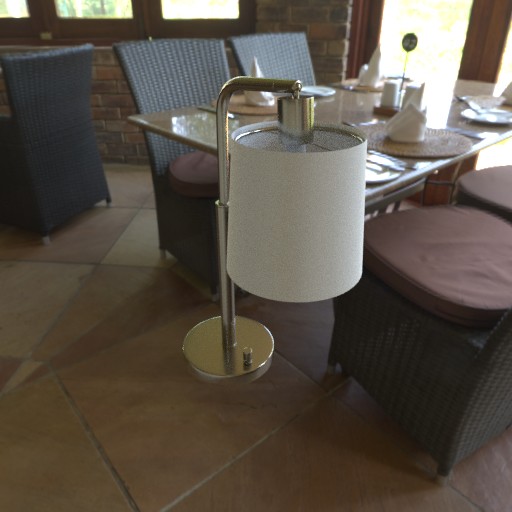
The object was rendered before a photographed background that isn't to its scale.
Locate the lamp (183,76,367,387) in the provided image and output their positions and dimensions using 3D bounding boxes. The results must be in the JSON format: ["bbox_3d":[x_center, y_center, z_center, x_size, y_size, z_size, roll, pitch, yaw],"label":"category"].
[{"bbox_3d":[0.000,0.000,0.635,0.171,0.489,0.333,-20,35,-31],"label":"lamp"}]
